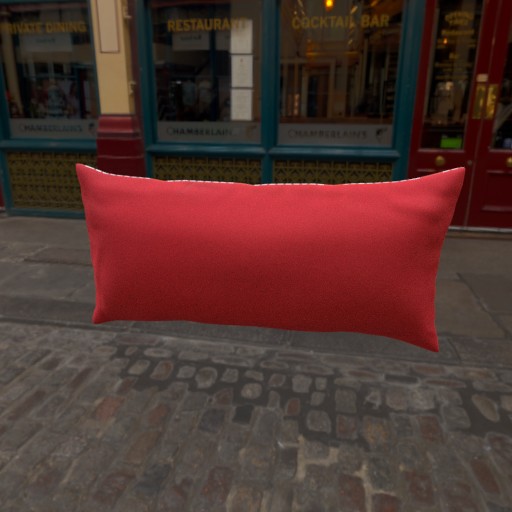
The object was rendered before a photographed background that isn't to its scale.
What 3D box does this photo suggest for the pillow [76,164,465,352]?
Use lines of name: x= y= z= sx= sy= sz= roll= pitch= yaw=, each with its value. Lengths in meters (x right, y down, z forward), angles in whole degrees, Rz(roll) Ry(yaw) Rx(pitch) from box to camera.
pillow: x=0.000 y=0.000 z=0.728 sx=0.608 sy=0.297 sz=0.151 roll=3 pitch=17 yaw=9
